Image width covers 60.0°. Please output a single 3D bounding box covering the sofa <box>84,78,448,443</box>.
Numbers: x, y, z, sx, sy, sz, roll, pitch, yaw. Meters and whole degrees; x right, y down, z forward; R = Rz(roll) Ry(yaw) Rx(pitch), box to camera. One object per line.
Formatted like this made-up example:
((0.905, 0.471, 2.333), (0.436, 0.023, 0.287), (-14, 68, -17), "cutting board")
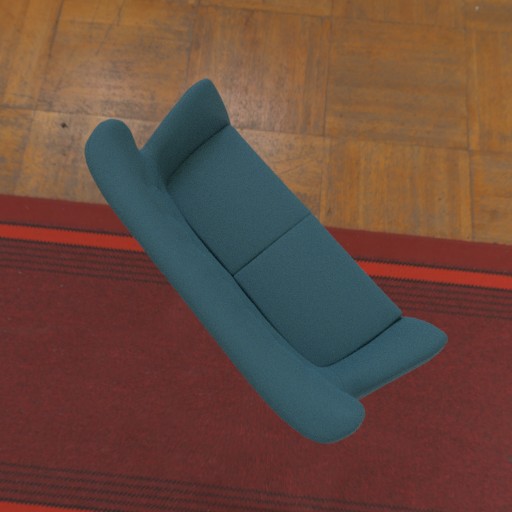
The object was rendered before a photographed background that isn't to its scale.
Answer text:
((0.000, 0.000, 2.415), (0.889, 0.890, 1.930), (-39, 78, -10), "sofa")
